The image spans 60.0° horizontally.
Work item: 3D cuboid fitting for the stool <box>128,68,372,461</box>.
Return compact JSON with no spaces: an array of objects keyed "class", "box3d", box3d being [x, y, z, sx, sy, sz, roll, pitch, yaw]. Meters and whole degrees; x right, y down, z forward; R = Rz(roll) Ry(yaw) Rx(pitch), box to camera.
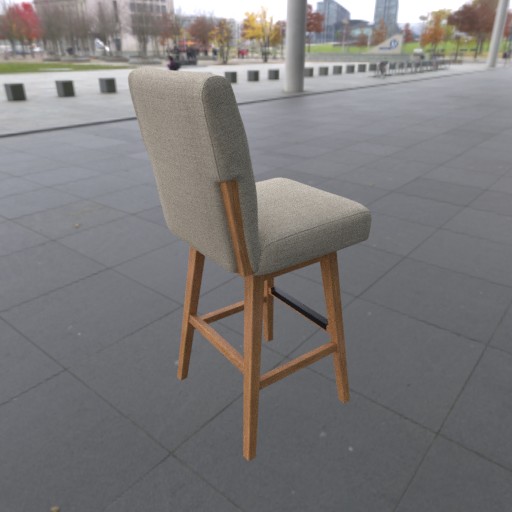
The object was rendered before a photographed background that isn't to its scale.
[{"class":"stool","box3d":[0.000,0.000,1.412,0.569,1.106,0.483,-17,30,-32]}]
